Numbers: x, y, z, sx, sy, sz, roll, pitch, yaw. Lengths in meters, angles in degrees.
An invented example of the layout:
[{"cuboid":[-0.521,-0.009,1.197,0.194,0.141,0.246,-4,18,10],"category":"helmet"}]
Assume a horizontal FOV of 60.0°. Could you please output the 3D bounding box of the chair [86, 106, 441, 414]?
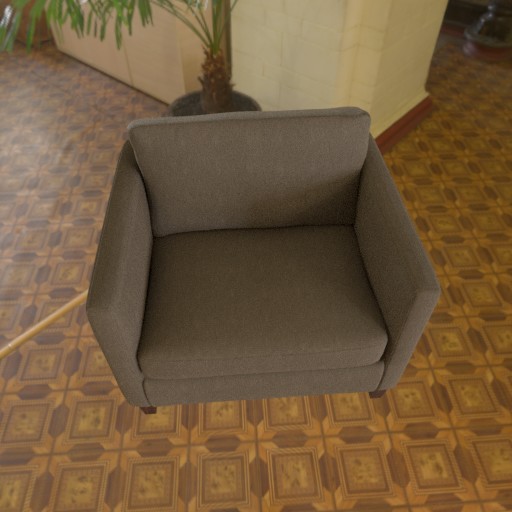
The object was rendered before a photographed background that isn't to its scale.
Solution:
[{"cuboid":[0.000,0.000,1.809,1.107,0.963,0.959,-3,47,-3],"category":"chair"}]
